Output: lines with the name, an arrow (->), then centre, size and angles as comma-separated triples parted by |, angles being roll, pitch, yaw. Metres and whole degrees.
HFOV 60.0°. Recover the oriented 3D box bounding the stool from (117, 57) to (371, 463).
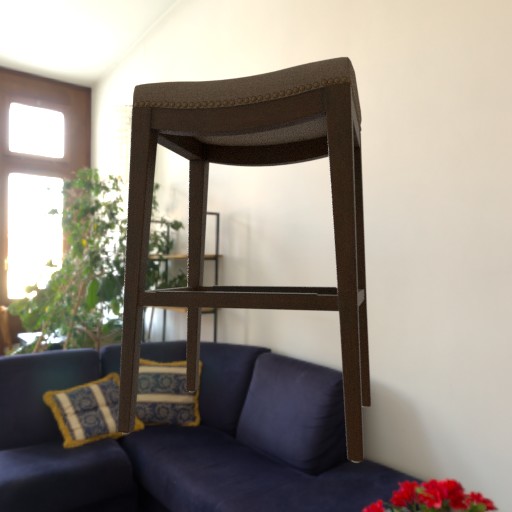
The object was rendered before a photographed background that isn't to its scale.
stool -> 0.000, 0.000, 1.047 | 0.508, 0.762, 0.356 | 0, -2, 17
